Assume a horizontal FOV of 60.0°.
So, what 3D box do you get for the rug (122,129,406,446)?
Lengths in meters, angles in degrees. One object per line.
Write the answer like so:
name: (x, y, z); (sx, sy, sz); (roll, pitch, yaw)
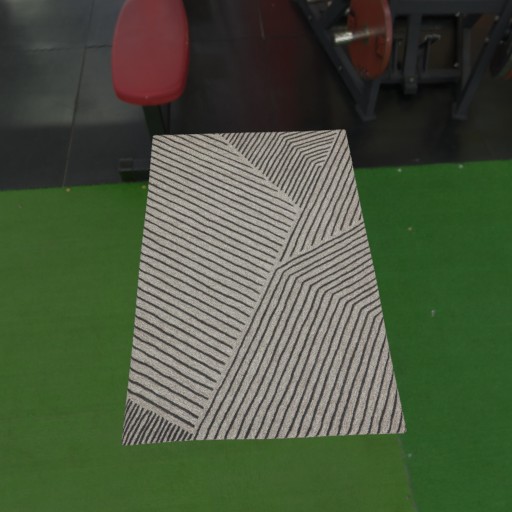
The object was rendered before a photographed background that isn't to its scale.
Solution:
rug: (0.000, 0.000, 2.380); (1.237, 0.019, 1.842); (-2, 60, -1)
